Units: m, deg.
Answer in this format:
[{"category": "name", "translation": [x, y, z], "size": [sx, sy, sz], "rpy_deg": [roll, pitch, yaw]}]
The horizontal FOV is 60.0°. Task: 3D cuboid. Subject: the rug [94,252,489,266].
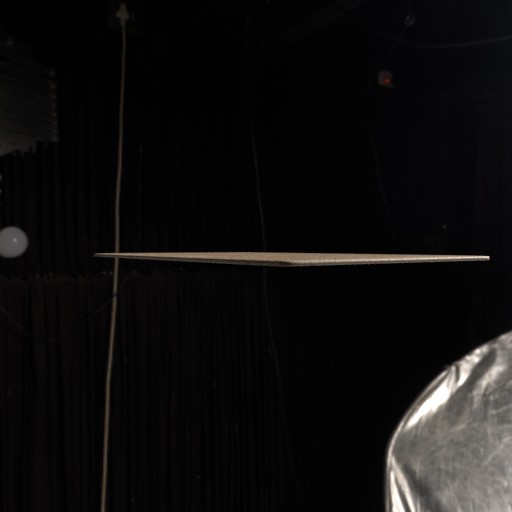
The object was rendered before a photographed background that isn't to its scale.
[{"category": "rug", "translation": [0.000, 0.000, 3.080], "size": [1.539, 0.024, 2.469], "rpy_deg": [-1, 1, -36]}]
